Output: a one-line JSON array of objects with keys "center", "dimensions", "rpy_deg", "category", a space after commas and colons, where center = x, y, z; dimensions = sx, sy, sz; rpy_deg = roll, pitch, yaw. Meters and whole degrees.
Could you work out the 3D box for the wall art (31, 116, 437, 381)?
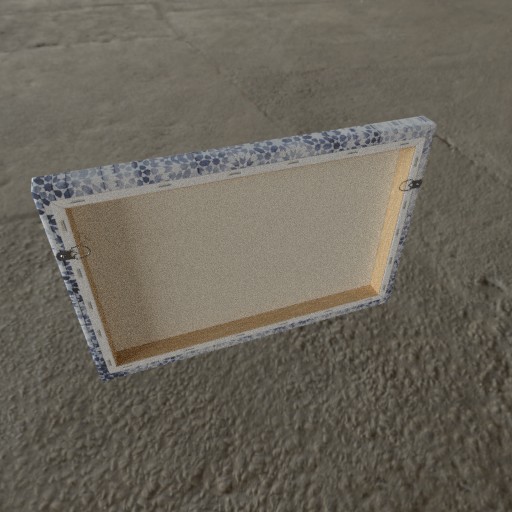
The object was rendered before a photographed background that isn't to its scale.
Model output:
[{"center": [0.000, 0.000, 1.156], "dimensions": [0.911, 0.608, 0.057], "rpy_deg": [-13, 41, -15], "category": "wall art"}]
